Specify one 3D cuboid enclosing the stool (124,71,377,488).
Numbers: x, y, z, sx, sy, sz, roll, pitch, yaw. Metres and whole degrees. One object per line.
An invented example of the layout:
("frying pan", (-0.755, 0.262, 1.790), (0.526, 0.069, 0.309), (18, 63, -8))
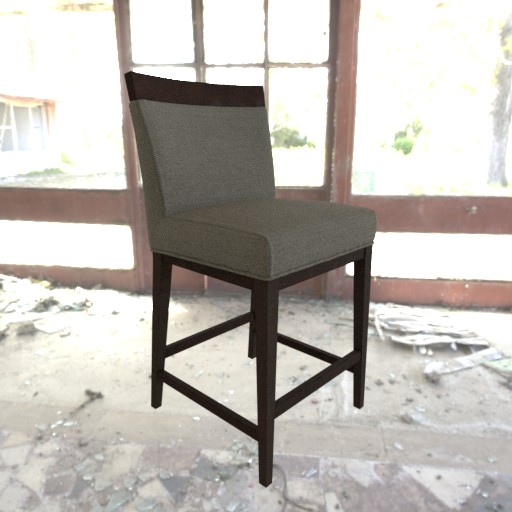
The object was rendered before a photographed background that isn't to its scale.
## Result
("stool", (0.000, 0.000, 1.312), (0.531, 1.009, 0.512), (14, 21, 41))
